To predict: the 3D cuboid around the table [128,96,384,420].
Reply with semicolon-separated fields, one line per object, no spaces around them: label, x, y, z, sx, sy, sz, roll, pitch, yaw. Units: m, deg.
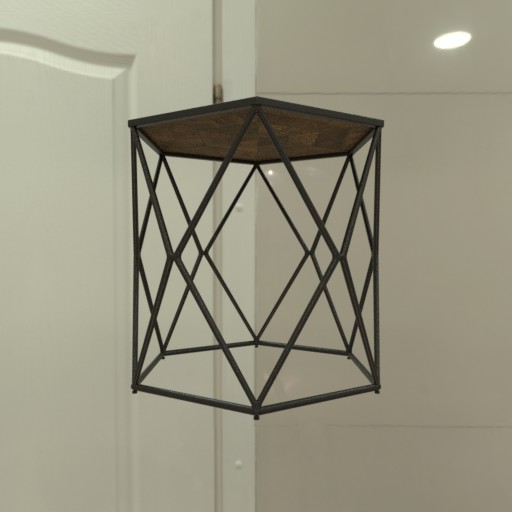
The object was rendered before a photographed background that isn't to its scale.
table;0.000;0.000;1.054;0.579;0.564;0.578;0;1;0
